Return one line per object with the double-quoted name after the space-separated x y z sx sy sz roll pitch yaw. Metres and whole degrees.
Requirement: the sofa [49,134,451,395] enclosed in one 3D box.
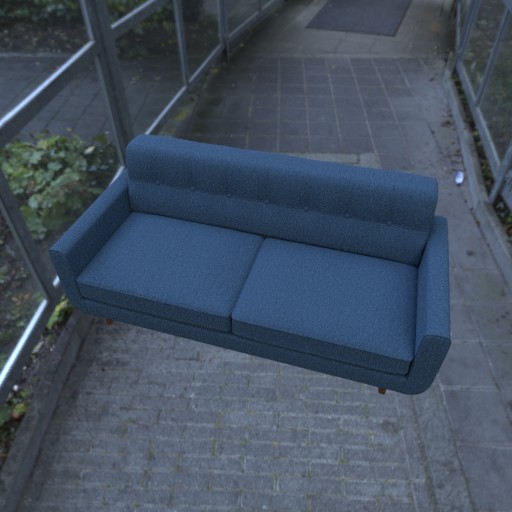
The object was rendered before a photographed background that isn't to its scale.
0.000 0.000 2.565 2.055 0.884 0.942 11 44 12 "sofa"
